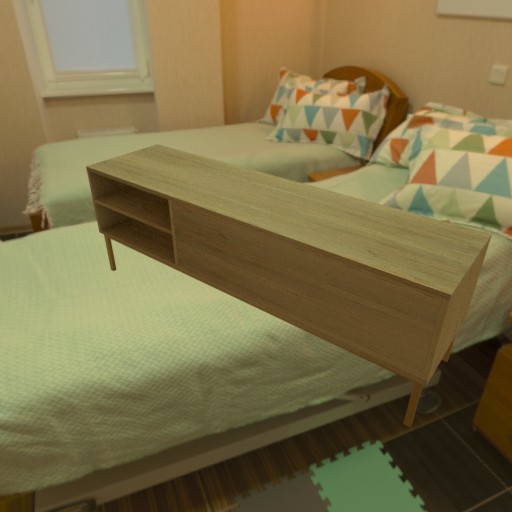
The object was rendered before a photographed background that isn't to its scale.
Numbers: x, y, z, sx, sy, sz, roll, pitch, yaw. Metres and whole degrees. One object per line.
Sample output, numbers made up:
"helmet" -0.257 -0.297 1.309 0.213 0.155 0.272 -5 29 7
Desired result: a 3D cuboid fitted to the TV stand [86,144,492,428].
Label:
"TV stand" 0.000 0.000 1.849 1.600 0.550 0.420 22 37 32
